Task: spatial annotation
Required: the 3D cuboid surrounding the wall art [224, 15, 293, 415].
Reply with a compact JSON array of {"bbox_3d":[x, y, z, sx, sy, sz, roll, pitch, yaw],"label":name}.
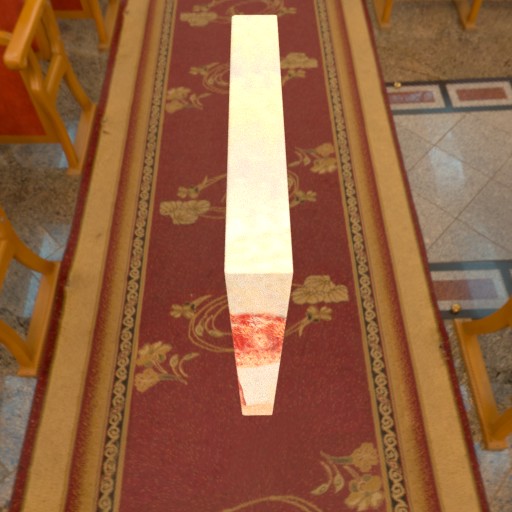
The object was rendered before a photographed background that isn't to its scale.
[{"bbox_3d":[0.000,0.000,0.475,0.039,0.380,0.251,-1,59,0],"label":"wall art"}]
